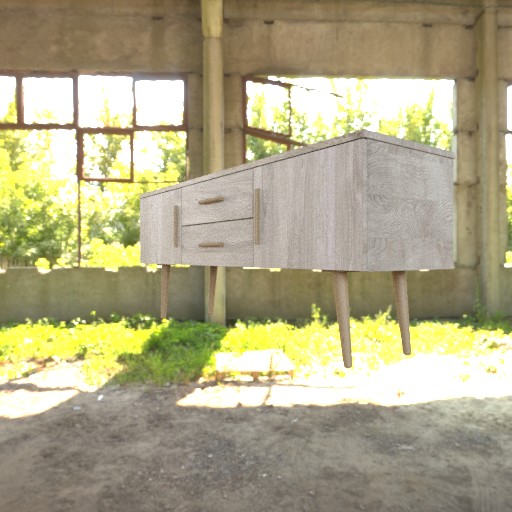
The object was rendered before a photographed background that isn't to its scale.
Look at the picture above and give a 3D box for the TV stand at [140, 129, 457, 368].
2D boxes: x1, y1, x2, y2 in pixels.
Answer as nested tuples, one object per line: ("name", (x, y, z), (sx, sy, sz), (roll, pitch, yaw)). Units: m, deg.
("TV stand", (0.000, 0.000, 1.622), (0.401, 0.565, 1.313), (0, 0, -36))
